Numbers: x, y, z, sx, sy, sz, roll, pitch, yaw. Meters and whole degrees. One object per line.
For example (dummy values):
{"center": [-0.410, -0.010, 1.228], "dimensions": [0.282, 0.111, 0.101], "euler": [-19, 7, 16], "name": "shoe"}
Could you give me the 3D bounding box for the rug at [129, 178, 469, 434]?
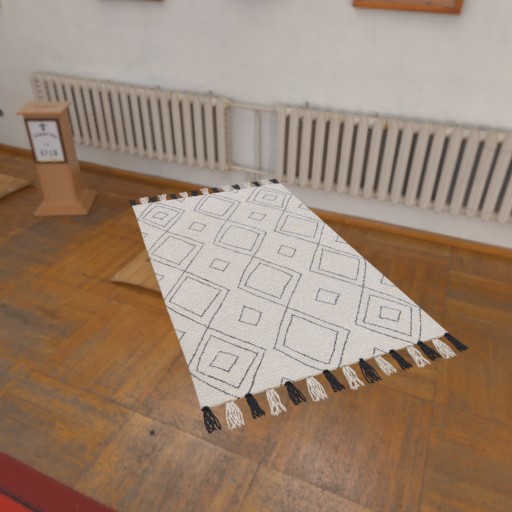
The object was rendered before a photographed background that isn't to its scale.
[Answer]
{"center": [0.000, 0.000, 3.333], "dimensions": [1.524, 0.021, 2.755], "euler": [-12, 34, -18], "name": "rug"}
